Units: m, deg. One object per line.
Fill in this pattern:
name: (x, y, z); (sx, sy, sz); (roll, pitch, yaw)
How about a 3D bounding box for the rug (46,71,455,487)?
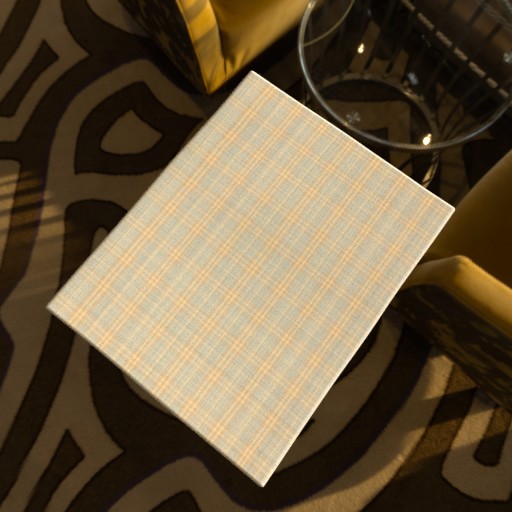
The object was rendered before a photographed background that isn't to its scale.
rug: (0.000, 0.000, 4.102); (2.462, 0.030, 3.066); (37, 79, 8)
